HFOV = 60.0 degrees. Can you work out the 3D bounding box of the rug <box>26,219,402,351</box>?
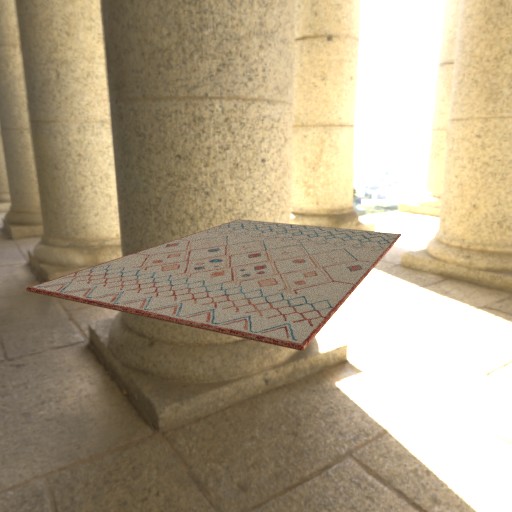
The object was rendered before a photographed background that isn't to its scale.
[{"bbox_3d":[0.000,0.000,2.362,1.219,0.016,1.829,7,16,25],"label":"rug"}]
